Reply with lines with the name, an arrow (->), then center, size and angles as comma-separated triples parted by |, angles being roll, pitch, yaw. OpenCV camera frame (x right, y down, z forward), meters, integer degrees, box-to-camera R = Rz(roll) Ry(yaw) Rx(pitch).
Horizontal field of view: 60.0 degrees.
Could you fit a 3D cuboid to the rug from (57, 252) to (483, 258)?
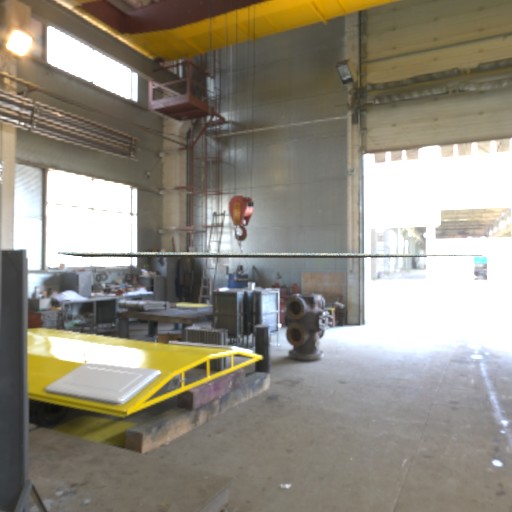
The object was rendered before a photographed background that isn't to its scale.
rug -> 0.000, 0.000, 2.379 | 1.820, 0.009, 1.260 | 0, -1, -18
